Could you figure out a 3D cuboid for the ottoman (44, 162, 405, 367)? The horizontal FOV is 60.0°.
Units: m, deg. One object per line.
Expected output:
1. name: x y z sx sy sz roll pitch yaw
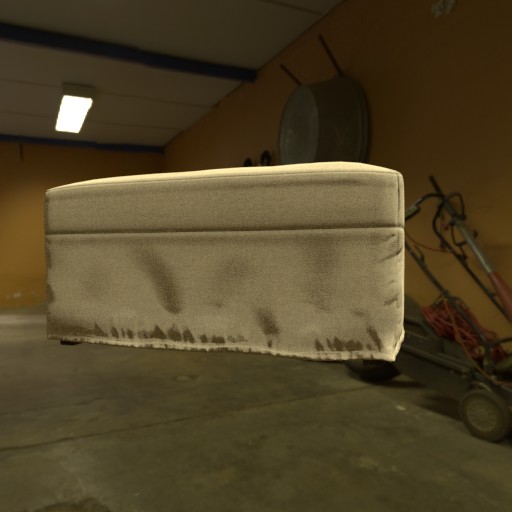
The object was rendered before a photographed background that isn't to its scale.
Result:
1. ottoman: 0.000 0.000 1.326 0.840 0.436 0.843 0 -1 18
